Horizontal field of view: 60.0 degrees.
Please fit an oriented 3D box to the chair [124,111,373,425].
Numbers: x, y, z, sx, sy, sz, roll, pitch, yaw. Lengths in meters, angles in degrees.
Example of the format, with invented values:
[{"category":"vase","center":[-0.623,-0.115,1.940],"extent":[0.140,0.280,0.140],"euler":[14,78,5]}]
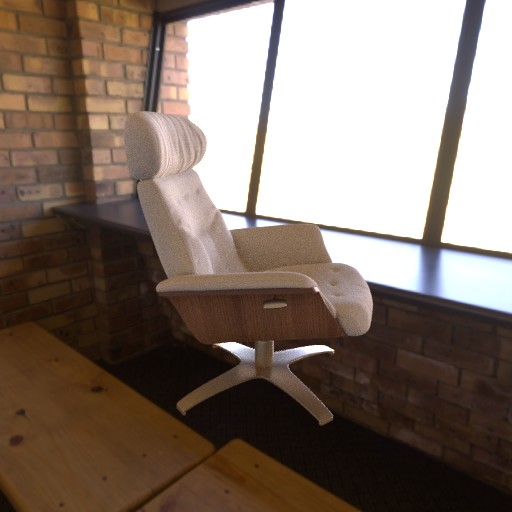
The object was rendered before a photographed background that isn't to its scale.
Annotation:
[{"category":"chair","center":[0.000,0.000,1.604],"extent":[0.837,0.995,0.785],"euler":[3,16,9]}]
